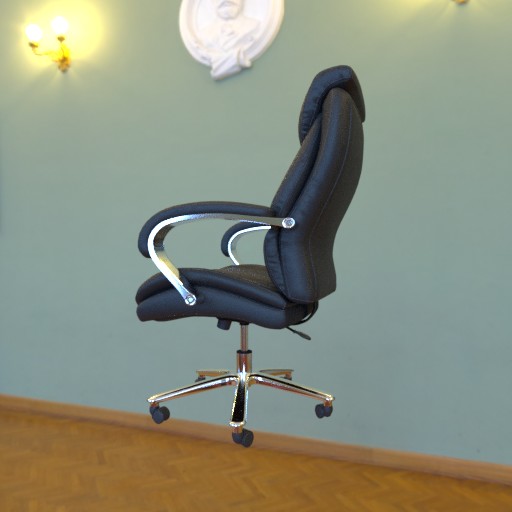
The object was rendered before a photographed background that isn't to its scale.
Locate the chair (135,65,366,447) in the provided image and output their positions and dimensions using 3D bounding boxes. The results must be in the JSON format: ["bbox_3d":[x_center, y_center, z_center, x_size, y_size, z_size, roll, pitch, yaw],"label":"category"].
[{"bbox_3d":[0.000,0.000,1.680,0.790,1.183,0.755,0,0,18],"label":"chair"}]
